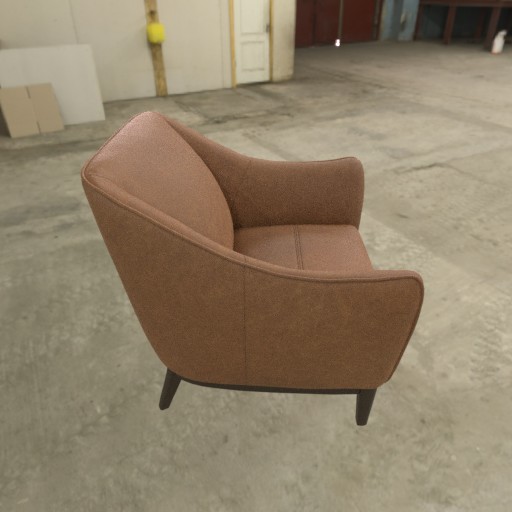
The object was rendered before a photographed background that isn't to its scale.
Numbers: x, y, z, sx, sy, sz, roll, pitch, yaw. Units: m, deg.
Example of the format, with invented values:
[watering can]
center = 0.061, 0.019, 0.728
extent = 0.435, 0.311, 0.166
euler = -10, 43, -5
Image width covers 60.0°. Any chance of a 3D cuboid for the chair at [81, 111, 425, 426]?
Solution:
[chair]
center = 0.000, 0.000, 1.504
extent = 0.852, 0.830, 0.871
euler = 1, 31, 1
